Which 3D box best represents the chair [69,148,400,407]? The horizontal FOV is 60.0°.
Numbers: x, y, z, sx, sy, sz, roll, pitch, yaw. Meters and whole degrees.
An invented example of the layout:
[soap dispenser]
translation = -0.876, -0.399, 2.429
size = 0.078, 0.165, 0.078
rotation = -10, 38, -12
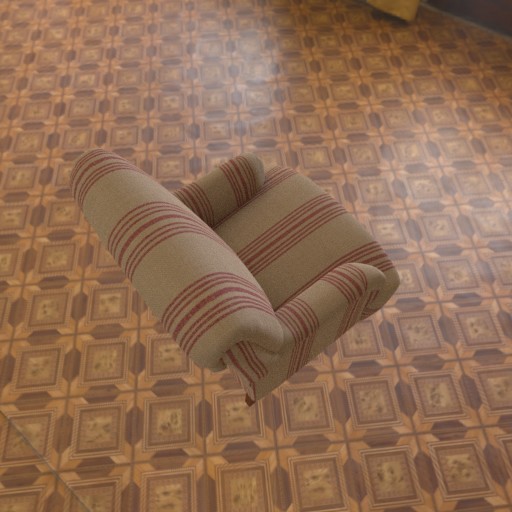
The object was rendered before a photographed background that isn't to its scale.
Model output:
[chair]
translation = 0.000, 0.000, 1.914
size = 1.058, 1.123, 0.933
rotation = -33, 63, -19
